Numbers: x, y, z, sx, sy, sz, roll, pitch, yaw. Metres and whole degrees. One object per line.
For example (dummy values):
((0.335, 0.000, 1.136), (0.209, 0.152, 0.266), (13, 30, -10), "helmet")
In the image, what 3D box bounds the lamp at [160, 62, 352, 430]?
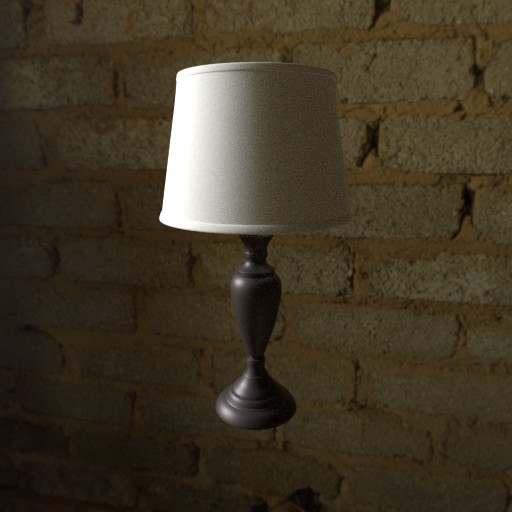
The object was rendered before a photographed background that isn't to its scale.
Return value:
((0.000, 0.000, 0.805), (0.335, 0.611, 0.335), (0, 14, 0), "lamp")
